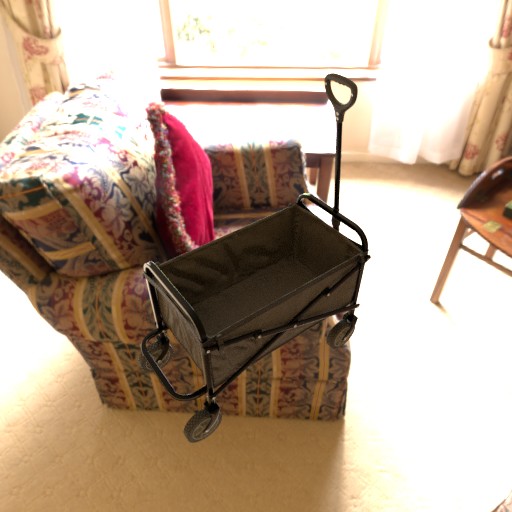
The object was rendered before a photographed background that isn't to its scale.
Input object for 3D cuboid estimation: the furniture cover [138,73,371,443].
[{"bbox_3d":[0.000,0.000,1.811,1.038,1.295,0.532,-26,48,-27],"label":"furniture cover"}]
